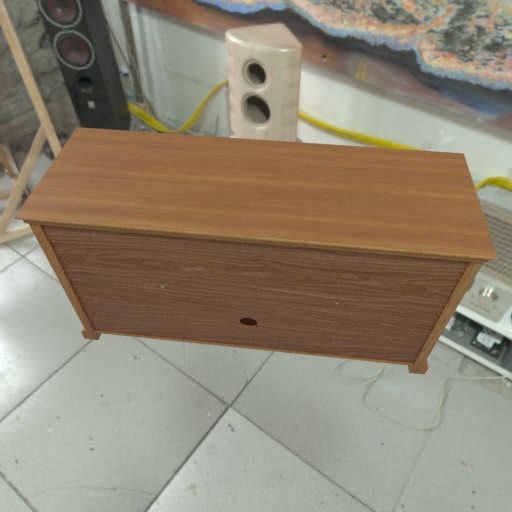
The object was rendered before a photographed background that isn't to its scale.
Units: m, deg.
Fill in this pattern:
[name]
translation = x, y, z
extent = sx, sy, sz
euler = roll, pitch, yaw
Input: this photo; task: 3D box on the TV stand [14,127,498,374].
[TV stand]
translation = 0.000, 0.000, 1.430
extent = 1.181, 0.607, 0.417
euler = 5, 49, 4
